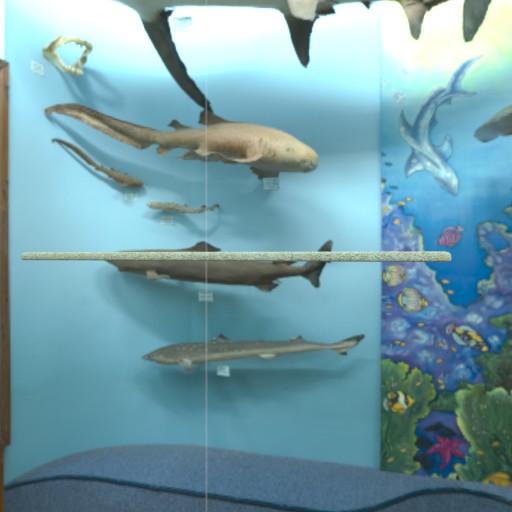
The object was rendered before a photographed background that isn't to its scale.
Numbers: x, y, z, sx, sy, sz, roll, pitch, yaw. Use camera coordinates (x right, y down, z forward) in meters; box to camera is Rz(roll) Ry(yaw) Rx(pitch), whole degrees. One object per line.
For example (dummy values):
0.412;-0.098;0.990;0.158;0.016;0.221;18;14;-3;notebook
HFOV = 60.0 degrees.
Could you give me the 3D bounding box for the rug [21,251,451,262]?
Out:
0.000;0.000;3.323;2.528;0.048;2.009;0;0;19;rug
